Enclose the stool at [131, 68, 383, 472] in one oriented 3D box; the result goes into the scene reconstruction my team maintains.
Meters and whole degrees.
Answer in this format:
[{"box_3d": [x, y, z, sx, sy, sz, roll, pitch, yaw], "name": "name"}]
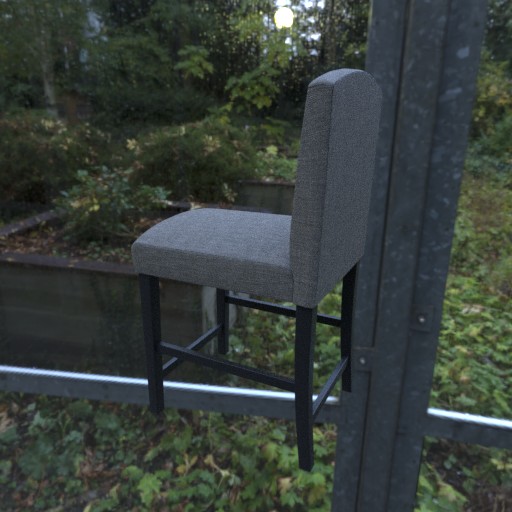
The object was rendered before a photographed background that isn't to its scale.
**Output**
[{"box_3d": [0.000, 0.000, 1.265, 0.552, 0.966, 0.451, 9, 20, 26], "name": "stool"}]
